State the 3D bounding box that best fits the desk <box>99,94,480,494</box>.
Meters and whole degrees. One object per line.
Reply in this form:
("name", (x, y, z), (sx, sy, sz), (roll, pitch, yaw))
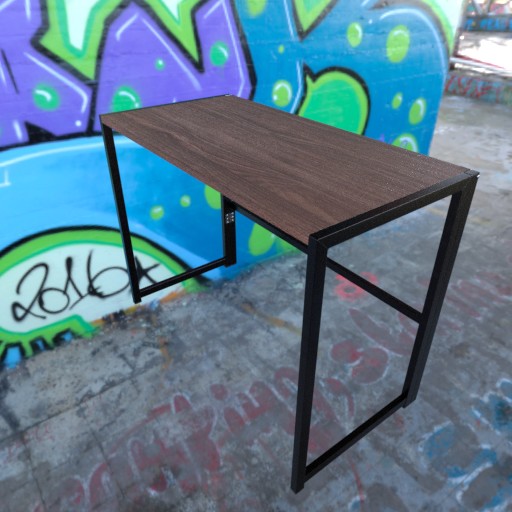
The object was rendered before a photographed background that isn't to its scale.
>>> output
("desk", (0.000, 0.000, 1.417), (0.508, 0.762, 1.016), (-22, 38, -31))
